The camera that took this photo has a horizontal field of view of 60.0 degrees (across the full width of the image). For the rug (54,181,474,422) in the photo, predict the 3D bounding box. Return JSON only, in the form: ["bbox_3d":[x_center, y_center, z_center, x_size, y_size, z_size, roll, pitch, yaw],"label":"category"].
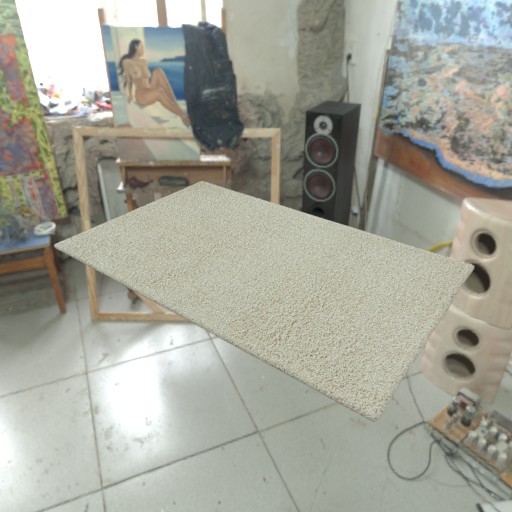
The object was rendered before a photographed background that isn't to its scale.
[{"bbox_3d":[0.000,0.000,3.011,2.438,0.030,1.524,22,37,31],"label":"rug"}]
